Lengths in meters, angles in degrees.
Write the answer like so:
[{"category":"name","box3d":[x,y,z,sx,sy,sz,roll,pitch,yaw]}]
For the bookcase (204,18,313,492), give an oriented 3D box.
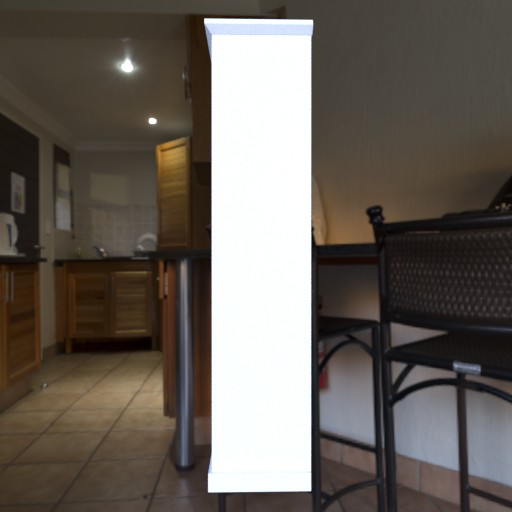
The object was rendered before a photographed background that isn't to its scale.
[{"category":"bookcase","box3d":[0.000,0.000,2.283,0.432,1.880,1.050,0,0,-1]}]
